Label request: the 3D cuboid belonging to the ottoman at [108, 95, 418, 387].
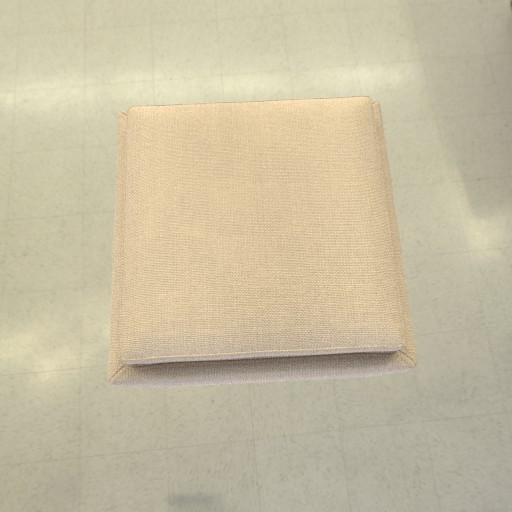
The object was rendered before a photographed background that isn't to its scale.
[{"bbox_3d":[0.000,0.000,0.822,0.450,0.460,0.451,-3,74,-1],"label":"ottoman"}]
